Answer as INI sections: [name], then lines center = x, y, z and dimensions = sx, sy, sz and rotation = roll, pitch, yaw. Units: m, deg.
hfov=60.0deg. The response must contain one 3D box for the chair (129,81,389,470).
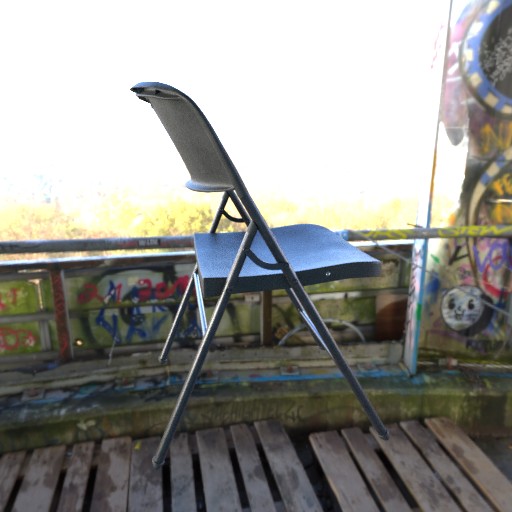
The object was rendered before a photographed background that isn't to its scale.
[chair]
center = 0.000, 0.000, 1.135
dimensions = 0.567, 0.810, 0.494
rotation = -3, 16, -10
